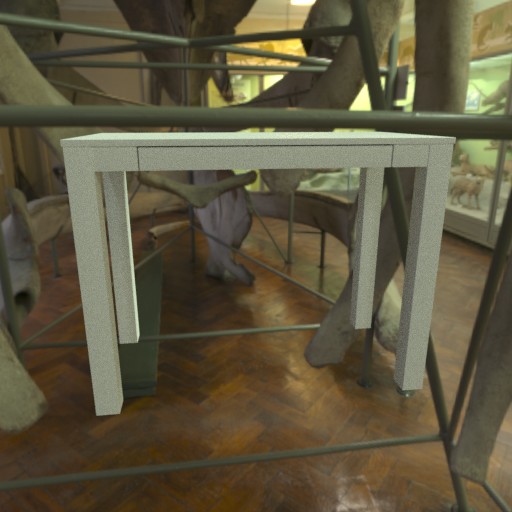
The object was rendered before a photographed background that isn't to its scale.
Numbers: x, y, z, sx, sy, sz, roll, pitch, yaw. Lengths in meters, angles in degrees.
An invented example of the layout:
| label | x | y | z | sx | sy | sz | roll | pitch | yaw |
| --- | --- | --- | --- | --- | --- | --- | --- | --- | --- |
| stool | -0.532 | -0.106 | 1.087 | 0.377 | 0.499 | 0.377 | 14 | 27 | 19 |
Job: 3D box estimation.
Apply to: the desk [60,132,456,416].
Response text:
| label | x | y | z | sx | sy | sz | roll | pitch | yaw |
| --- | --- | --- | --- | --- | --- | --- | --- | --- | --- |
| desk | 0.000 | 0.000 | 1.446 | 0.990 | 0.762 | 0.497 | -2 | 17 | -7 |
